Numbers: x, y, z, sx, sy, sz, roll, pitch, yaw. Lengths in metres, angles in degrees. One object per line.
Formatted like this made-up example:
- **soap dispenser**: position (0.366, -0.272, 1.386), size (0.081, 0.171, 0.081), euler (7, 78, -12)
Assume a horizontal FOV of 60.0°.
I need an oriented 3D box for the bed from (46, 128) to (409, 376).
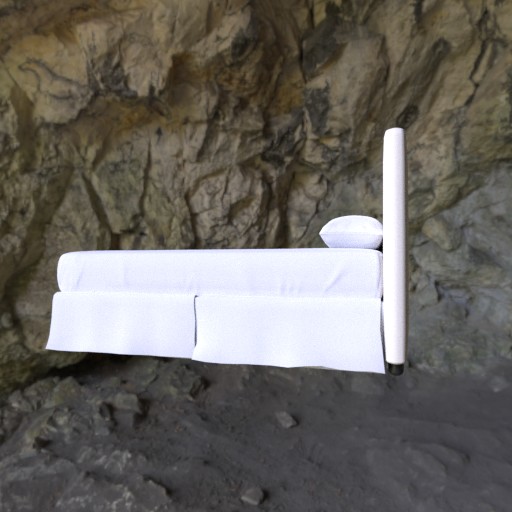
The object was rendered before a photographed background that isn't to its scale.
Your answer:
- **bed**: position (0.000, 0.000, 3.603), size (2.341, 1.317, 2.119), euler (0, -1, 19)
